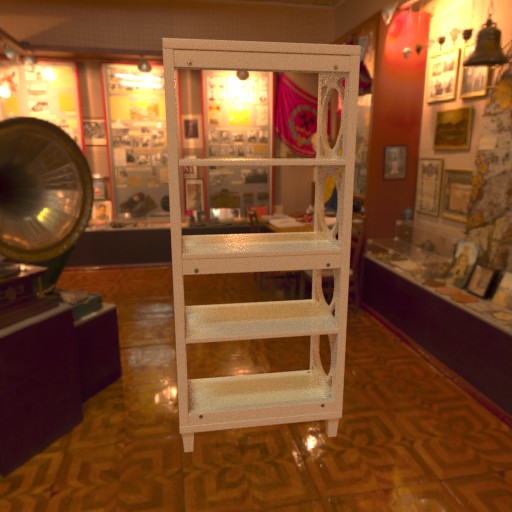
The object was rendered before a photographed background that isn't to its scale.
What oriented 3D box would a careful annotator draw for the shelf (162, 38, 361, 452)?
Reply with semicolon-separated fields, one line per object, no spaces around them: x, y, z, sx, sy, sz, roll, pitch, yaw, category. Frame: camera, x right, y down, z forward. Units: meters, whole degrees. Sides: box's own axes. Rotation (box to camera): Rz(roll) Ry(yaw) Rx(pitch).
0.000;0.000;1.666;0.611;1.411;0.340;-2;13;-9;shelf
